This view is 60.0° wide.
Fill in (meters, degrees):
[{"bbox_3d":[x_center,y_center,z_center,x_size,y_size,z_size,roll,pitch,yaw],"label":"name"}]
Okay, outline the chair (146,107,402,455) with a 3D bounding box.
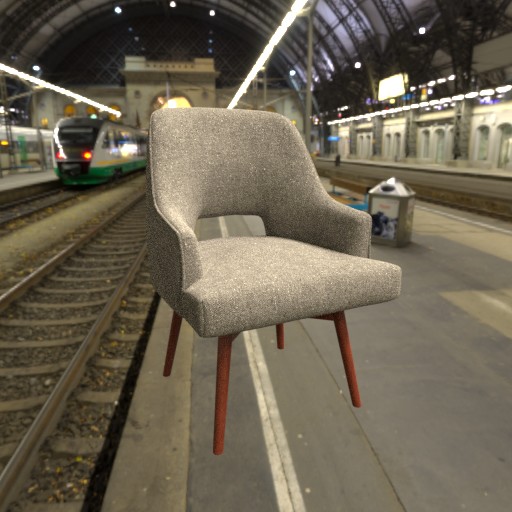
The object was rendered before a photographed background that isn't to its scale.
[{"bbox_3d":[0.000,0.000,1.307,0.608,0.875,0.629,-7,15,-27],"label":"chair"}]
